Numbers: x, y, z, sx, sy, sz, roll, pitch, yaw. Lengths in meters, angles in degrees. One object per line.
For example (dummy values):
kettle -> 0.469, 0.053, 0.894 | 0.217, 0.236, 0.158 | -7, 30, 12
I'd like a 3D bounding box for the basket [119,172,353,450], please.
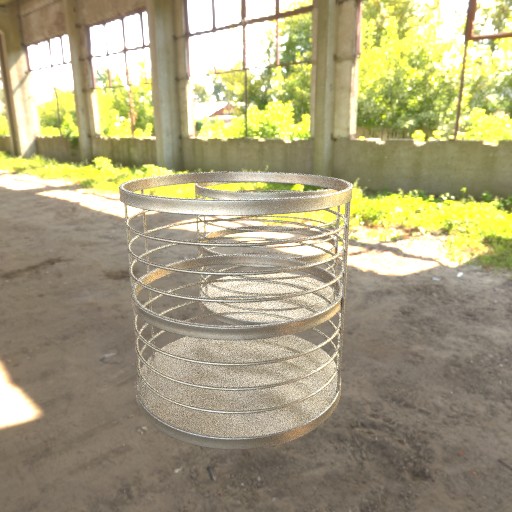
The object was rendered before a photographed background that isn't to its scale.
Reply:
basket -> 0.000, 0.000, 0.927 | 0.356, 0.351, 0.746 | 2, 16, 8
